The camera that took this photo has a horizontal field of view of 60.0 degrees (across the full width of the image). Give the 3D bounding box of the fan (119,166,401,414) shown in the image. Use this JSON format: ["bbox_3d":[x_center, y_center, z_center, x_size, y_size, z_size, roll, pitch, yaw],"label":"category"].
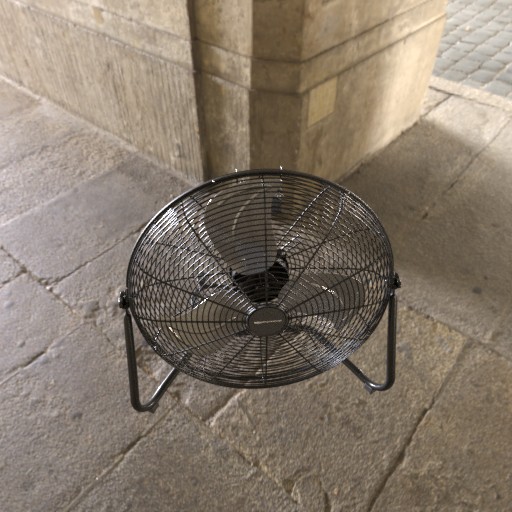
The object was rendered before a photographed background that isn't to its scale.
[{"bbox_3d":[0.000,0.000,1.008,0.595,0.605,0.470,-4,46,-4],"label":"fan"}]
